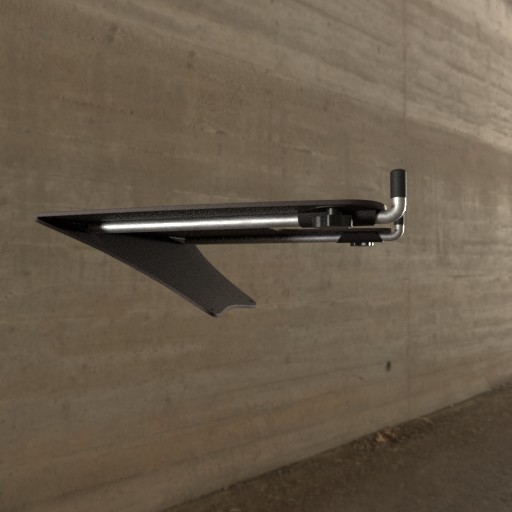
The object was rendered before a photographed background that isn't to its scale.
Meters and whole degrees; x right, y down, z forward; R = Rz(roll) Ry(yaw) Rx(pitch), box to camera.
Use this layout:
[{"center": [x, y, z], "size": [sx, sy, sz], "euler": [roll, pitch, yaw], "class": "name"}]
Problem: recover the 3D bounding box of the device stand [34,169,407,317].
[{"center": [0.000, 0.000, 0.360], "size": [0.230, 0.092, 0.230], "euler": [-1, -2, 18], "class": "device stand"}]
